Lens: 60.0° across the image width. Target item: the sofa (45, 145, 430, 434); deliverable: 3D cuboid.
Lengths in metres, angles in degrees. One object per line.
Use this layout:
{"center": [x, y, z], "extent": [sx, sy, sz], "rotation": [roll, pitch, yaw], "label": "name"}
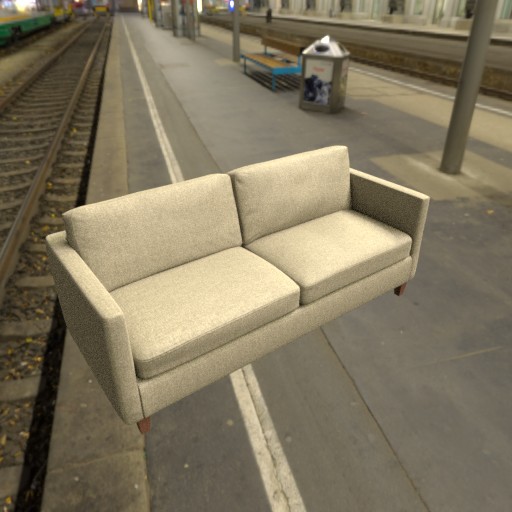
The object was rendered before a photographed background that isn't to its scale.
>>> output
{"center": [0.000, 0.000, 2.774], "extent": [2.208, 0.960, 0.956], "rotation": [-20, 36, -31], "label": "sofa"}
